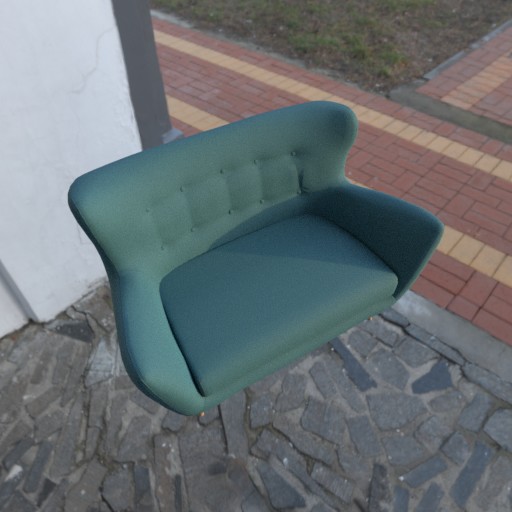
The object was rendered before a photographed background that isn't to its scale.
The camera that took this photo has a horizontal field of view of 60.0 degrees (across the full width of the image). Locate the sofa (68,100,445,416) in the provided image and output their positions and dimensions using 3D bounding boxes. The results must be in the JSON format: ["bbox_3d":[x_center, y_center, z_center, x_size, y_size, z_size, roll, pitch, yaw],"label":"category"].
[{"bbox_3d":[0.000,0.000,1.992,1.397,0.889,0.889,-24,52,-21],"label":"sofa"}]
